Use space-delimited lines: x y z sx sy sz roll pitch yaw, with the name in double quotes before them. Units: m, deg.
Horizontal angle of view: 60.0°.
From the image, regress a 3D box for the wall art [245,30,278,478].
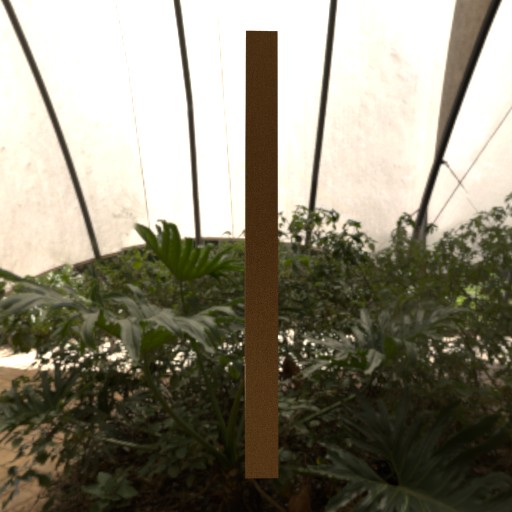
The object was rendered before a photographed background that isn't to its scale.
"wall art" 0.000 0.000 0.758 0.037 0.509 0.510 0 -1 -1
